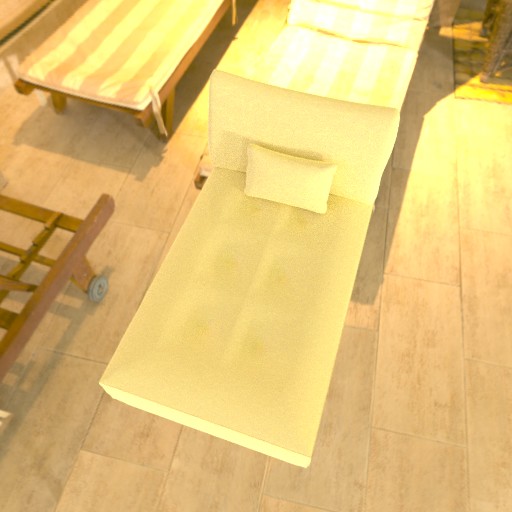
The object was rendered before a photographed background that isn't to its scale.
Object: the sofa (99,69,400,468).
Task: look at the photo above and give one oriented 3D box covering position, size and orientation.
[{"bbox_3d":[0.000,0.000,2.015,0.930,0.820,1.450,16,58,10],"label":"sofa"}]
